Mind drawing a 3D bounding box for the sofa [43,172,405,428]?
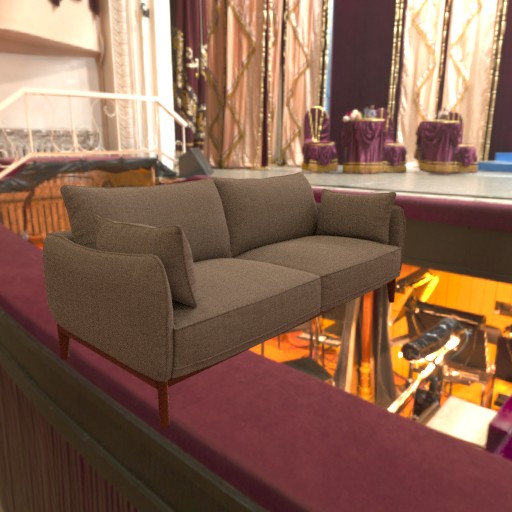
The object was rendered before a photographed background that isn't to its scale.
[{"bbox_3d":[0.000,0.000,2.483,0.972,0.851,1.989,12,18,41],"label":"sofa"}]
